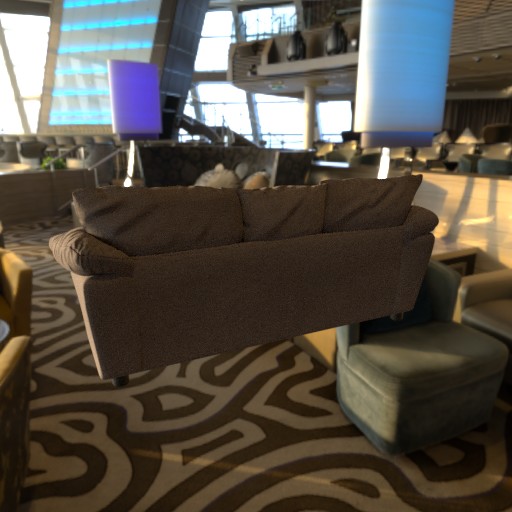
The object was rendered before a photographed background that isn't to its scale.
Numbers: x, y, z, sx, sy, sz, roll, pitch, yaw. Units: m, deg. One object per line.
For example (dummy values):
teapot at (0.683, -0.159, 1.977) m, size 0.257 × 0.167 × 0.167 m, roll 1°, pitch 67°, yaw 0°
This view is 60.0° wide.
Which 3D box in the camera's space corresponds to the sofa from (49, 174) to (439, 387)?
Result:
sofa at (0.000, 0.000, 2.869) m, size 2.390 × 1.043 × 0.927 m, roll -7°, pitch 17°, yaw -25°
